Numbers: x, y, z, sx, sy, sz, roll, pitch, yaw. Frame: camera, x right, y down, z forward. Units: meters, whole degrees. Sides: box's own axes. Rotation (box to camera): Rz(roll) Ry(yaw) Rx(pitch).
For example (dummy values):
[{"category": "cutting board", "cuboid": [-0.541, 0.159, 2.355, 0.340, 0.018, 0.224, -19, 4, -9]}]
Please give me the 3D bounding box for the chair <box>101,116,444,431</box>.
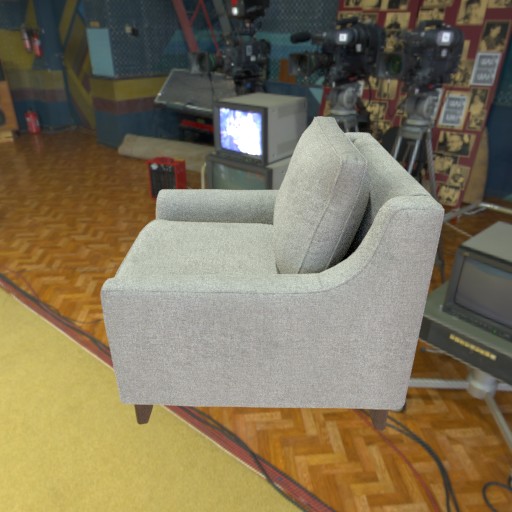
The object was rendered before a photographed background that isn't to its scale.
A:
[{"category": "chair", "cuboid": [0.000, 0.000, 1.571, 0.918, 0.864, 0.838, 0, 27, 1]}]
